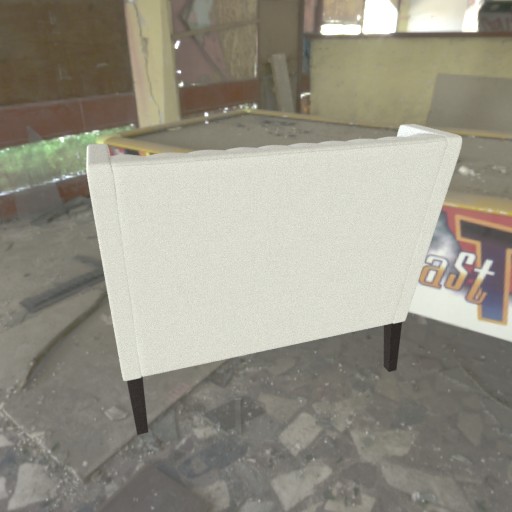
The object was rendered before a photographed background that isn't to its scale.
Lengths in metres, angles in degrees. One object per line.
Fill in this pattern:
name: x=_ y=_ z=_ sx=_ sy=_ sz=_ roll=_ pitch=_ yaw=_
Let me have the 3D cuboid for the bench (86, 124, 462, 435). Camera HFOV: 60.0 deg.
bench: x=0.000 y=0.000 z=1.971 sx=1.280 sy=1.123 sz=0.847 roll=-8 pitch=27 yaw=-17
